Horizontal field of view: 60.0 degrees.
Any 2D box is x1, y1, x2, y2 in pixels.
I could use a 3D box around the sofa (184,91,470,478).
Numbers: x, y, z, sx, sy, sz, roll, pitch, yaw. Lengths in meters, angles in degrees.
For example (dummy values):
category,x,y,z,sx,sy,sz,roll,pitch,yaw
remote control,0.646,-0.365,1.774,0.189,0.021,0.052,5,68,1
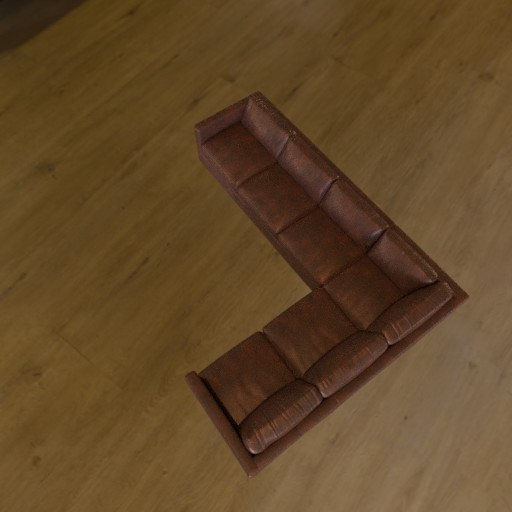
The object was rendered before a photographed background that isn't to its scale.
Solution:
category,x,y,z,sx,sy,sz,roll,pitch,yaw
sofa,0.000,0.000,4.418,2.438,0.836,3.152,-33,68,-16
